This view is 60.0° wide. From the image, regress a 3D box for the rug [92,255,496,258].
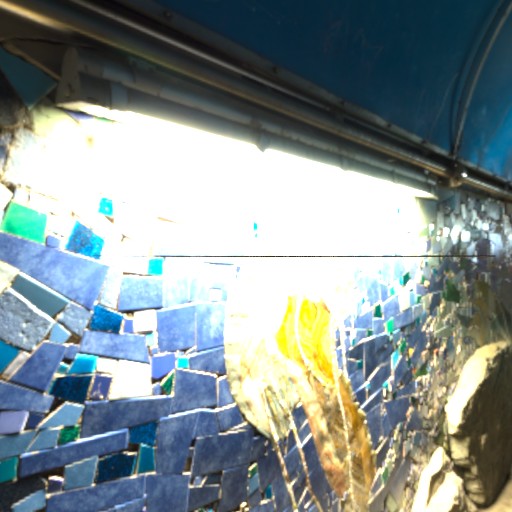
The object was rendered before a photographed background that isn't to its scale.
[{"bbox_3d":[0.000,0.000,2.190,1.142,0.006,1.752,0,0,-34],"label":"rug"}]
